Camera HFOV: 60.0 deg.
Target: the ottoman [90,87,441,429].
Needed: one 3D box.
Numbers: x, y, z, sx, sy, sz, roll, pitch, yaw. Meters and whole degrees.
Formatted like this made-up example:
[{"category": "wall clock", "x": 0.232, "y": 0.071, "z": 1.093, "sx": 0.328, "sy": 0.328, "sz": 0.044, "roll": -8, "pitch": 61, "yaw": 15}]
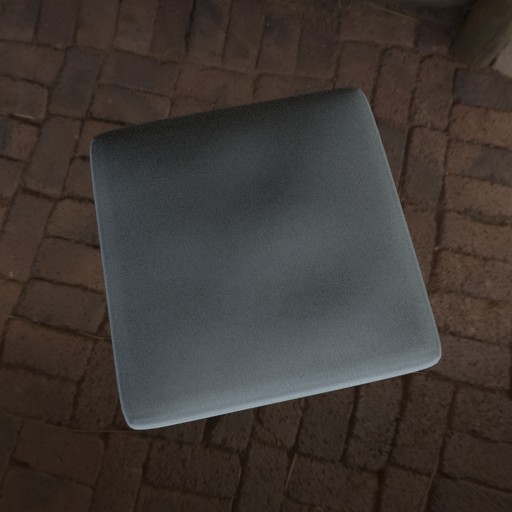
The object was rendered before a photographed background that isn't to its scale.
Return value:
[{"category": "ottoman", "x": 0.000, "y": 0.000, "z": 1.358, "sx": 0.842, "sy": 0.441, "sz": 0.843, "roll": -11, "pitch": 76, "yaw": -3}]
